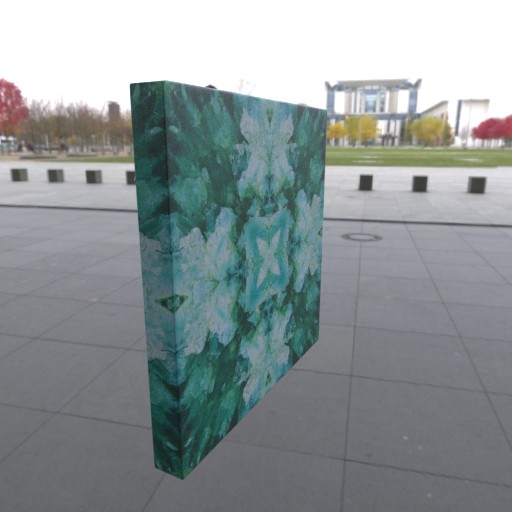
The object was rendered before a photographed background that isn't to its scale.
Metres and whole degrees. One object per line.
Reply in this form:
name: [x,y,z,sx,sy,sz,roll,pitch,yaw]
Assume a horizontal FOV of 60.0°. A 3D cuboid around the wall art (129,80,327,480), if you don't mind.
wall art: [0.000,0.000,0.470,0.033,0.313,0.313,8,16,28]
